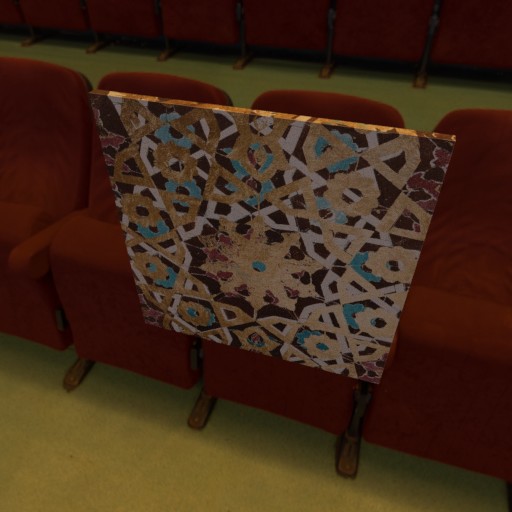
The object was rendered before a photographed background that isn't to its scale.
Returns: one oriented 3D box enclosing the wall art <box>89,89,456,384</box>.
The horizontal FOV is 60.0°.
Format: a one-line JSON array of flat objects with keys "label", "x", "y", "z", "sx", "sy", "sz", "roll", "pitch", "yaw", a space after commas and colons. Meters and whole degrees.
[{"label": "wall art", "x": 0.000, "y": 0.000, "z": 1.136, "sx": 0.757, "sy": 0.762, "sz": 0.028, "roll": 12, "pitch": 42, "yaw": 13}]
